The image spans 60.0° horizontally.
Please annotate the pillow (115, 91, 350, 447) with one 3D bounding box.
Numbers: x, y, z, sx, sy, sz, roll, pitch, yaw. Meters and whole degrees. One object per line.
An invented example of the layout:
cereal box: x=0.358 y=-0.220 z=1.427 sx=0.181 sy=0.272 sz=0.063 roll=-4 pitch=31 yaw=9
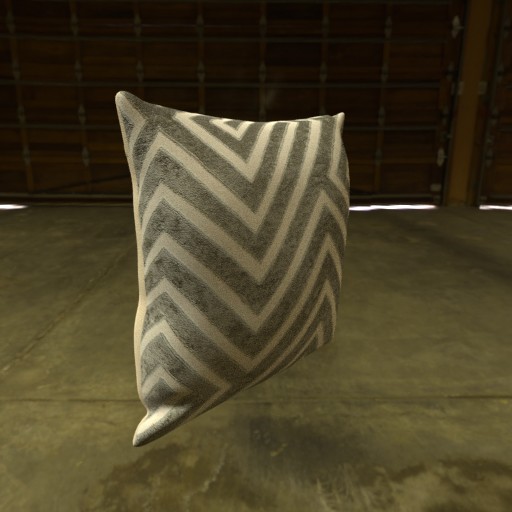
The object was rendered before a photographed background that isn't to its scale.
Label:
pillow: x=0.000 y=0.000 z=0.668 sx=0.182 sy=0.441 sz=0.440 roll=14 pitch=21 yaw=42
